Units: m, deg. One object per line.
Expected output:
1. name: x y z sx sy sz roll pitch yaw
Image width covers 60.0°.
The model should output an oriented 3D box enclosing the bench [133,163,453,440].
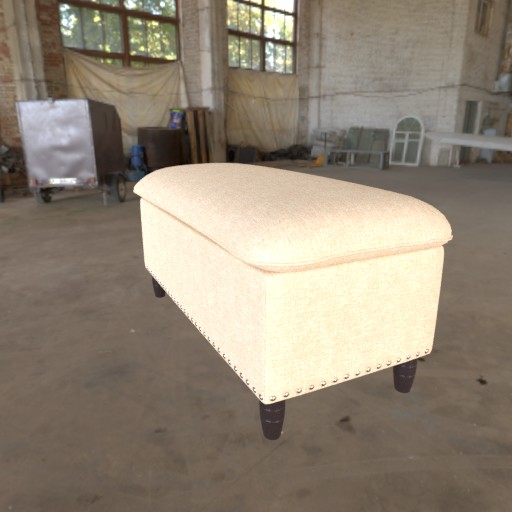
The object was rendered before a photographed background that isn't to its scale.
1. bench: 0.000 0.000 1.269 0.483 0.483 0.991 -8 19 -26
